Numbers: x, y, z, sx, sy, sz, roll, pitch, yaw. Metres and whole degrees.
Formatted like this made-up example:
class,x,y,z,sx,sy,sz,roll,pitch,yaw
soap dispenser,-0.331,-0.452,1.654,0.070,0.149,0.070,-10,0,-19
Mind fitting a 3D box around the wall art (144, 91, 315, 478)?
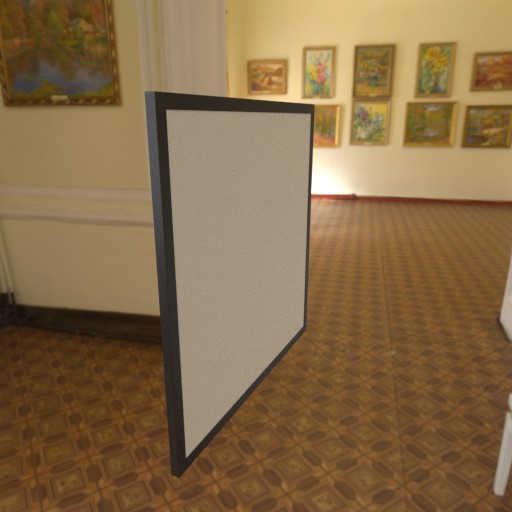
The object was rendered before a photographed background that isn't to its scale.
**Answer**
class,x,y,z,sx,sy,sz,roll,pitch,yaw
wall art,0.000,0.000,1.214,0.022,0.807,0.807,8,19,25
